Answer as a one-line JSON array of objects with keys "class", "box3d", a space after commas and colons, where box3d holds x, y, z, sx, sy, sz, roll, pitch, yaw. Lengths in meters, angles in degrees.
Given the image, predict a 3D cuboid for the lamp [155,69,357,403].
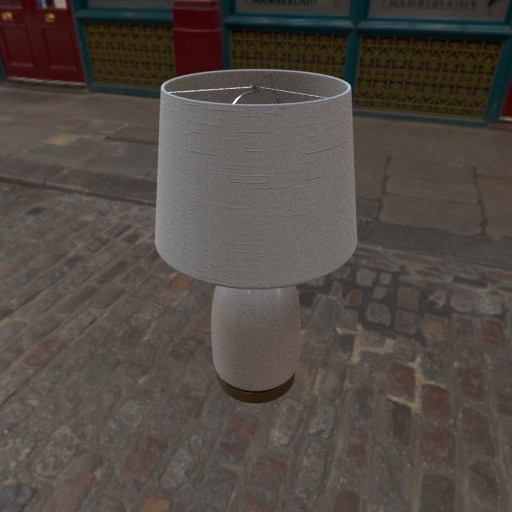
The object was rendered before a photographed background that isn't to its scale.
[{"class": "lamp", "box3d": [0.000, 0.000, 0.658, 0.285, 0.483, 0.285, 0, 31, 0]}]
